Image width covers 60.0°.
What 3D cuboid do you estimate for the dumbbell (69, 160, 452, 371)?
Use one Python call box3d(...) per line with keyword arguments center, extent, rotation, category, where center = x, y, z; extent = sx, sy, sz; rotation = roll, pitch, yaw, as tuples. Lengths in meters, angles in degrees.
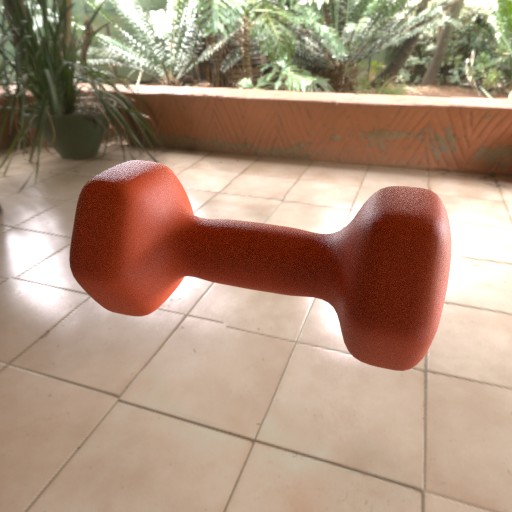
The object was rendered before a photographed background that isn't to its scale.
box3d(center=(0.000, 0.000, 0.204), extent=(0.162, 0.071, 0.079), rotation=(9, 29, 16), category="dumbbell")
